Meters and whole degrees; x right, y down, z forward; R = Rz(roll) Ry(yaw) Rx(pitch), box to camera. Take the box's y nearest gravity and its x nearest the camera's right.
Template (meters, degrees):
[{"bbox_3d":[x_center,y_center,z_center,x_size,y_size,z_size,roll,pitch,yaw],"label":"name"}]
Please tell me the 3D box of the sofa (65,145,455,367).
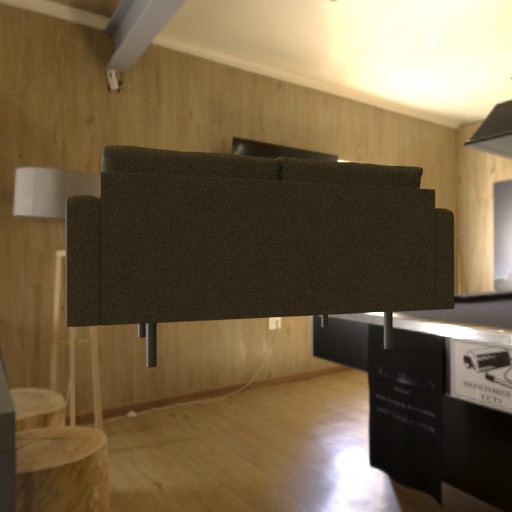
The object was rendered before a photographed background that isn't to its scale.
[{"bbox_3d":[0.000,0.000,2.281,1.730,0.897,0.889,0,0,-18],"label":"sofa"}]
